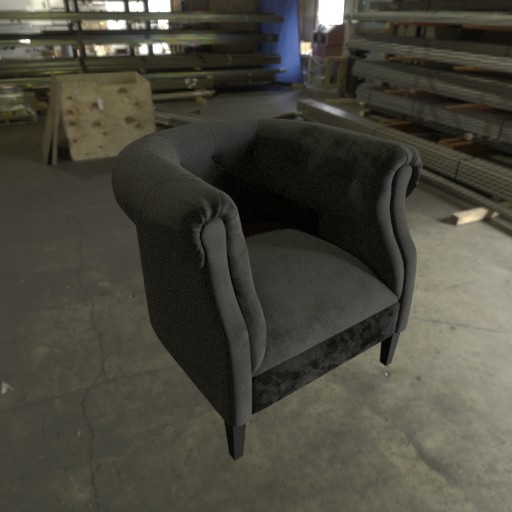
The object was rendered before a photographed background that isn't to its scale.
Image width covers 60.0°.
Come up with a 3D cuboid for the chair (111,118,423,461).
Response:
[{"bbox_3d":[0.000,0.000,1.590,0.904,0.826,0.851,-19,34,-31],"label":"chair"}]
